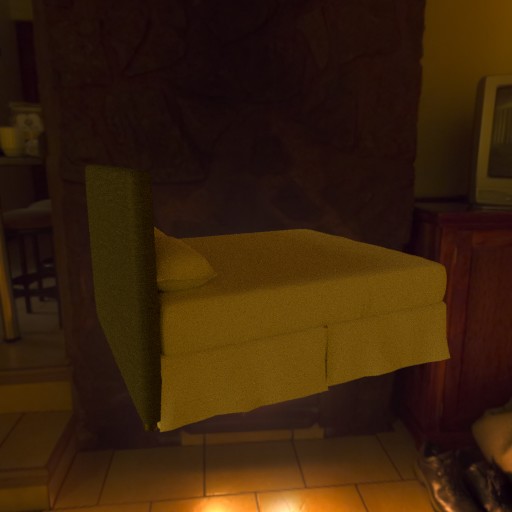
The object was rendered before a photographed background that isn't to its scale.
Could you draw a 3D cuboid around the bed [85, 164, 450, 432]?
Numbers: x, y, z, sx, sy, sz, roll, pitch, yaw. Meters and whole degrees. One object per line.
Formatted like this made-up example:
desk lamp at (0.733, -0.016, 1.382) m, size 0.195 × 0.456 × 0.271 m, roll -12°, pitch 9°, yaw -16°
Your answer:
bed at (0.000, 0.000, 3.292) m, size 2.142 × 1.330 × 1.884 m, roll -6°, pitch 14°, yaw -26°
